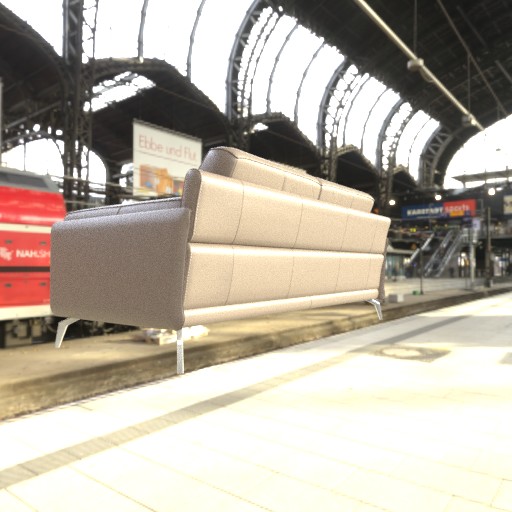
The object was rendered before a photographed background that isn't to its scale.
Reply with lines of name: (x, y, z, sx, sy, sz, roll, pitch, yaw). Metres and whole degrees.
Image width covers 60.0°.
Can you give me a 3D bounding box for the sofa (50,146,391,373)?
sofa: (0.000, 0.000, 2.666, 1.049, 0.930, 2.101, -1, -2, 36)
